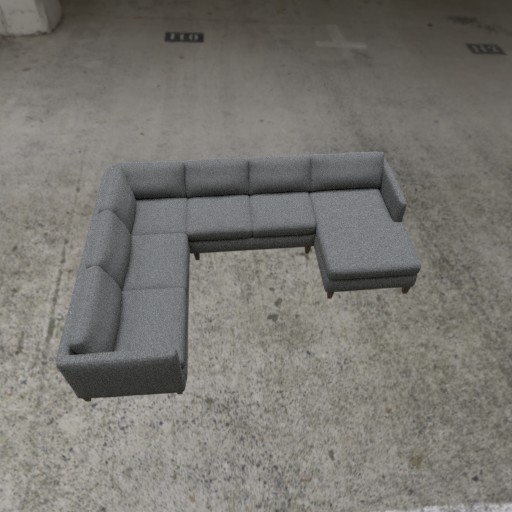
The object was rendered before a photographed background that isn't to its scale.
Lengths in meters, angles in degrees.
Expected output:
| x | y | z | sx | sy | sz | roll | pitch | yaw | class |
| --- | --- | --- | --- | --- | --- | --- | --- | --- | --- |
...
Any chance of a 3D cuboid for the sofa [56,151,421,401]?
| x | y | z | sx | sy | sz | roll | pitch | yaw | class |
| --- | --- | --- | --- | --- | --- | --- | --- | --- | --- |
| 0.000 | 0.000 | 4.428 | 3.238 | 0.853 | 2.551 | -3 | 47 | -3 | sofa |
